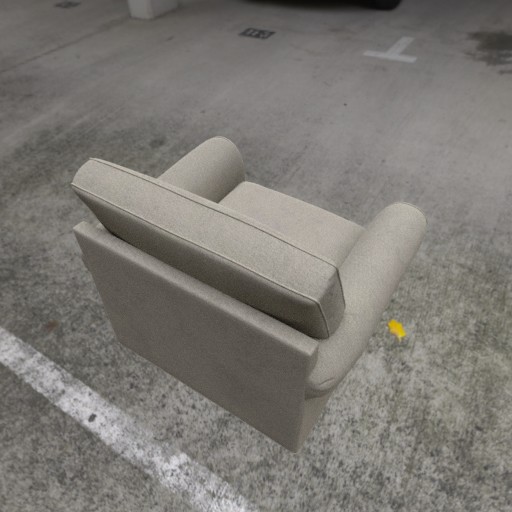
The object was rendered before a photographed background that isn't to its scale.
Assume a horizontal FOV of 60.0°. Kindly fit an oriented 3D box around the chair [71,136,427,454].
[{"bbox_3d":[0.000,0.000,1.868,1.147,1.044,0.939,25,51,22],"label":"chair"}]
